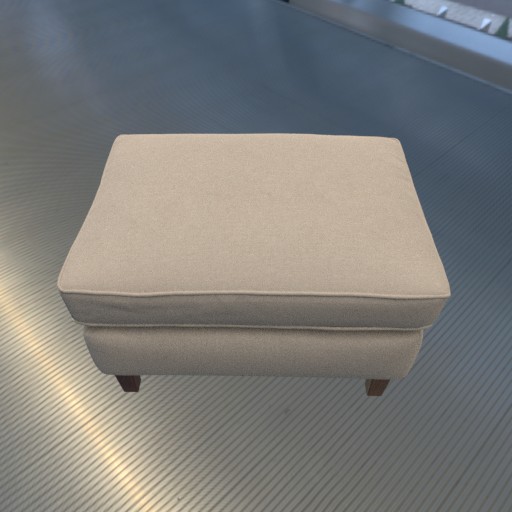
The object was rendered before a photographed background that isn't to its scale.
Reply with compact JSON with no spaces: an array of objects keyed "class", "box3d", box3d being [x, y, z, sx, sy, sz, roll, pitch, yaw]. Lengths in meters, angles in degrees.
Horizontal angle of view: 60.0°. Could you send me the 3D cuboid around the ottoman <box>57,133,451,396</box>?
[{"class":"ottoman","box3d":[0.000,0.000,0.987,0.665,0.456,0.501,1,48,1]}]
